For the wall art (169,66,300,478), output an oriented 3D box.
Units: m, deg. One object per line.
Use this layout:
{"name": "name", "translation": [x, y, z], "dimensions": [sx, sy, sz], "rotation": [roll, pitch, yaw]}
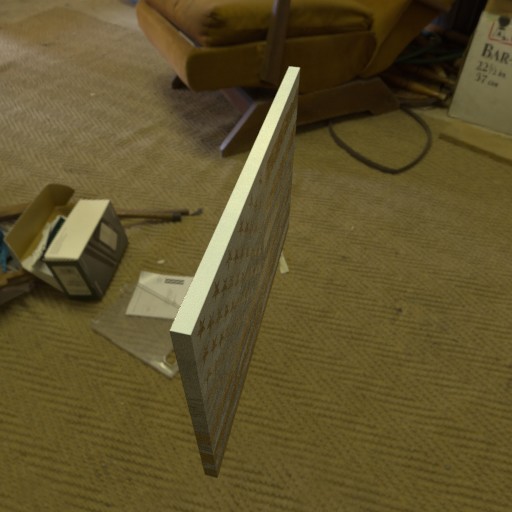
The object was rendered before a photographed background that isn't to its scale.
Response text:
{"name": "wall art", "translation": [0.000, 0.000, 1.448], "dimensions": [0.041, 0.762, 1.145], "rotation": [10, 47, 9]}
